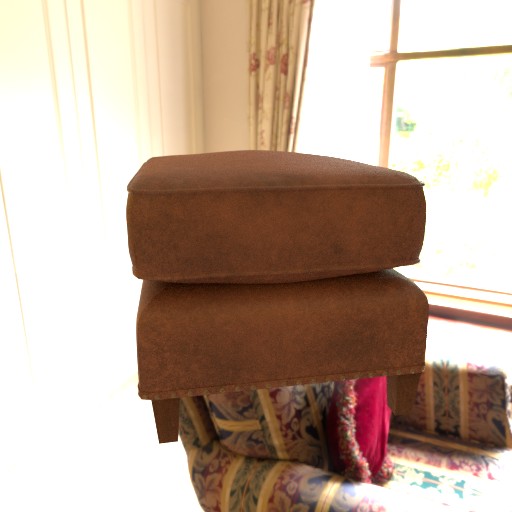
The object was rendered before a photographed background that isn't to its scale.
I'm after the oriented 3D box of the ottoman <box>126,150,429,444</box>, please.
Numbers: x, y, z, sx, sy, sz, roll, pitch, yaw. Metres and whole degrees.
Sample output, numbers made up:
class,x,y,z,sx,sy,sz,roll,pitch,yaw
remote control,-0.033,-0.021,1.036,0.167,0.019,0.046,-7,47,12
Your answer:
class,x,y,z,sx,sy,sz,roll,pitch,yaw
ottoman,0.000,0.000,1.154,0.589,0.537,0.738,-3,17,-10
